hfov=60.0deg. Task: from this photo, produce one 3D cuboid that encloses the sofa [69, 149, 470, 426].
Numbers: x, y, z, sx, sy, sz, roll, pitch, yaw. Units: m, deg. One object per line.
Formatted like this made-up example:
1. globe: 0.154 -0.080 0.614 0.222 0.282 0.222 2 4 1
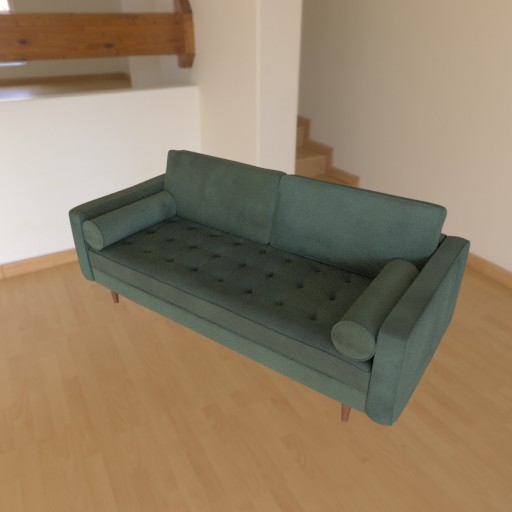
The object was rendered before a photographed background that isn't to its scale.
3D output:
1. sofa: 0.000 0.000 2.314 1.880 0.772 0.916 19 34 30
